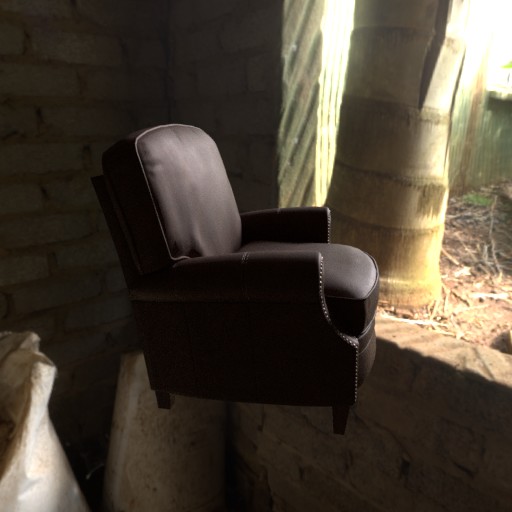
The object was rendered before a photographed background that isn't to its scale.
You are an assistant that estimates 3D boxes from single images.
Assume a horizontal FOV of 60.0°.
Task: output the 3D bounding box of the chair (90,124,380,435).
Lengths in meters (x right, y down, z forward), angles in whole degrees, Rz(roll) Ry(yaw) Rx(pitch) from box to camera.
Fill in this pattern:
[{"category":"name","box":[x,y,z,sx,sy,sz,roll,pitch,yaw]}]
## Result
[{"category":"chair","box":[0.000,0.000,1.784,0.986,1.018,0.936,3,17,10]}]
